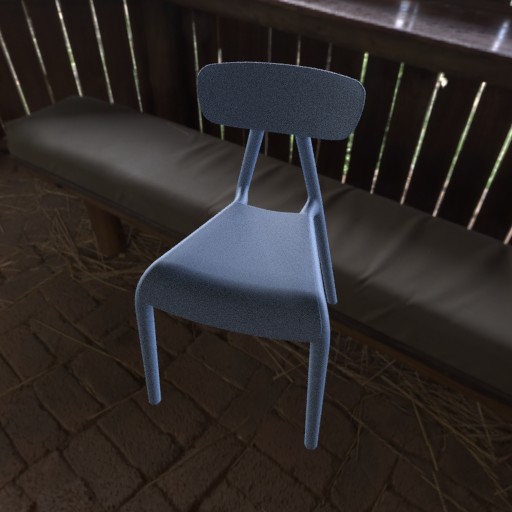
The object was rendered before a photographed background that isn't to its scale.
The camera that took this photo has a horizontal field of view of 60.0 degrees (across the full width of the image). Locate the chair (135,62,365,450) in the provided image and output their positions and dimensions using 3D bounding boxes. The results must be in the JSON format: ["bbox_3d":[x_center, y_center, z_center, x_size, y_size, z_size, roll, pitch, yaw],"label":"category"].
[{"bbox_3d":[0.000,0.000,0.834,0.356,0.580,0.401,11,44,12],"label":"chair"}]
